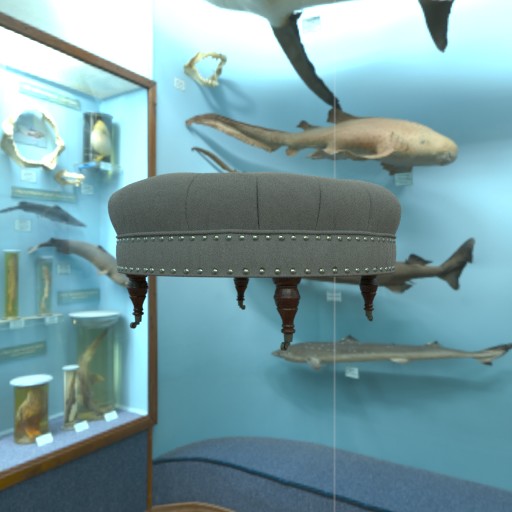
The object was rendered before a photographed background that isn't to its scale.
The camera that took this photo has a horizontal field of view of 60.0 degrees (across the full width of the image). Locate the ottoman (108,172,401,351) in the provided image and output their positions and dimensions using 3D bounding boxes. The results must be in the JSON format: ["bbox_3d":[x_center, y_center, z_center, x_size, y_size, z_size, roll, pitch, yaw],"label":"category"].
[{"bbox_3d":[0.000,0.000,1.414,0.901,0.439,0.901,0,0,0],"label":"ottoman"}]
